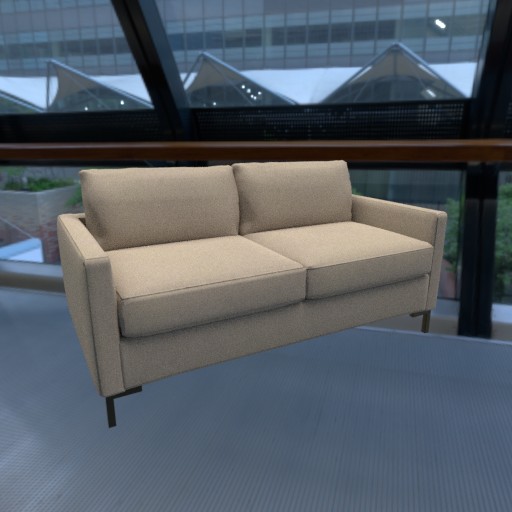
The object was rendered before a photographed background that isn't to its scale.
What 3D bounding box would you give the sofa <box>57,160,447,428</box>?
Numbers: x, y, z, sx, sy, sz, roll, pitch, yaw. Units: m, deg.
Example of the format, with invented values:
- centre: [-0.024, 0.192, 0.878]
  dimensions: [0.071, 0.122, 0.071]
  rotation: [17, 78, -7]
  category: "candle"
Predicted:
- centre: [0.000, 0.000, 2.141]
  dimensions: [1.682, 0.840, 0.875]
  rotation: [-9, 18, -27]
  category: "sofa"
